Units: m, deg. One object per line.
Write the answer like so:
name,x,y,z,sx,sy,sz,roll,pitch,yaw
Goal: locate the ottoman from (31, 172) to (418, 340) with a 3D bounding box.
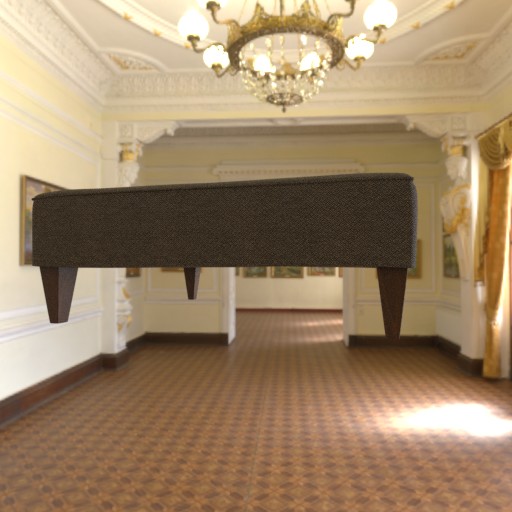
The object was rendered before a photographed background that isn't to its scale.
ottoman,0.000,0.000,1.495,0.981,0.378,0.970,0,-1,17
